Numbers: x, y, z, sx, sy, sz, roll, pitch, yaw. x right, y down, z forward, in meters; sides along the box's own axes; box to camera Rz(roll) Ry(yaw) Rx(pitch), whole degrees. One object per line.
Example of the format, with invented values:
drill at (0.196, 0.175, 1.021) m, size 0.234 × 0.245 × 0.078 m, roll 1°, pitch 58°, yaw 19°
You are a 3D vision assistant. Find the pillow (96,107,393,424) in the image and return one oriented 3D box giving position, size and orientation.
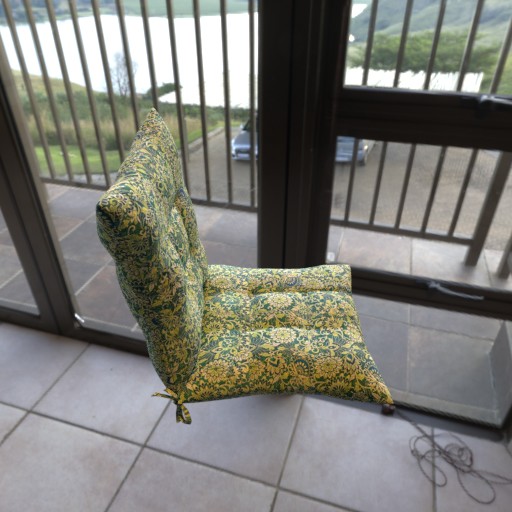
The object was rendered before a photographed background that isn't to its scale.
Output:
pillow at (0.000, 0.000, 1.023) m, size 0.585 × 0.536 × 0.541 m, roll -1°, pitch 34°, yaw -1°
